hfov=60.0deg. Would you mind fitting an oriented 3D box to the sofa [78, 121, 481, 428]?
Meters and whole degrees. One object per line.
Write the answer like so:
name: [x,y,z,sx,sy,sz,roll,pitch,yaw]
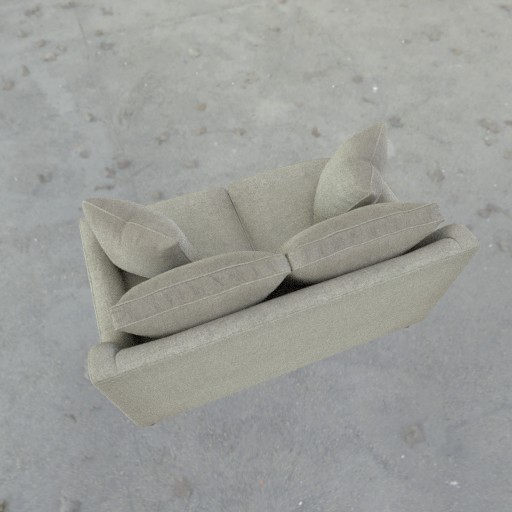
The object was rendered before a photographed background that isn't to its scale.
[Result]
sofa: [0.000,0.000,1.977,1.422,0.863,0.915,-18,59,-11]
